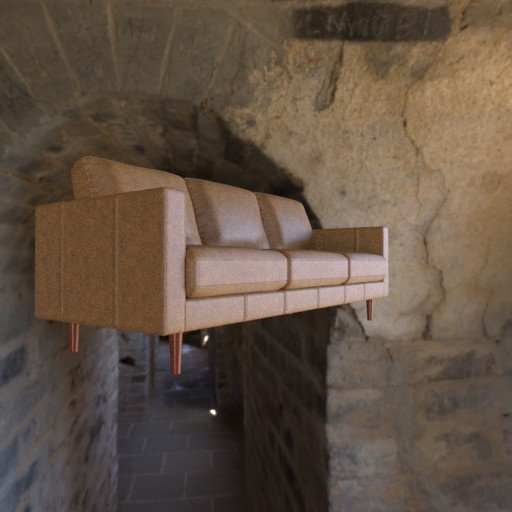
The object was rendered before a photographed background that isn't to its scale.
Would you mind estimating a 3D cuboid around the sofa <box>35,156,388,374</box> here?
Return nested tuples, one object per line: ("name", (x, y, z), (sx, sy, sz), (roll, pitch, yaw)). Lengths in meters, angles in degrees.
("sofa", (0.000, 0.000, 2.678), (0.903, 0.930, 2.231), (-1, -1, 36))
